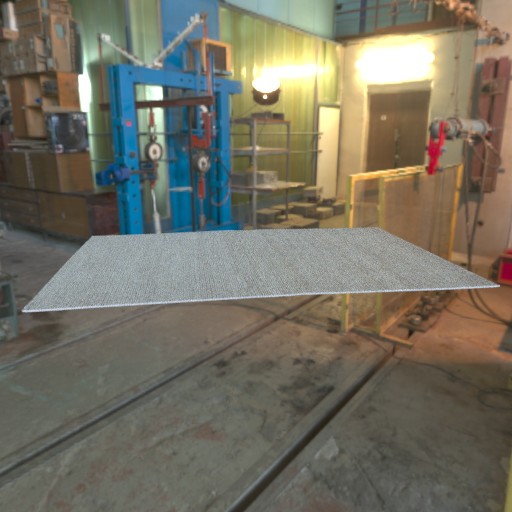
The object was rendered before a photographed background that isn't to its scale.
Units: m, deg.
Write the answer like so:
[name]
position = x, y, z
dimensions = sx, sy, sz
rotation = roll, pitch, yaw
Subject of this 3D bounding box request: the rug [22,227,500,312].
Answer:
[rug]
position = 0.000, 0.000, 2.183
dimensions = 1.792, 0.021, 1.154
rotation = -2, 16, -8
